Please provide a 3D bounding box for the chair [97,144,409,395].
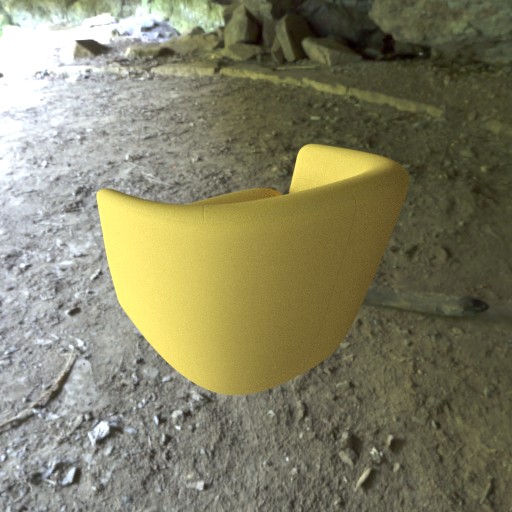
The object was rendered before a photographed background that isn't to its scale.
[{"bbox_3d":[0.000,0.000,1.369,0.773,0.698,0.767,-19,36,-28],"label":"chair"}]
